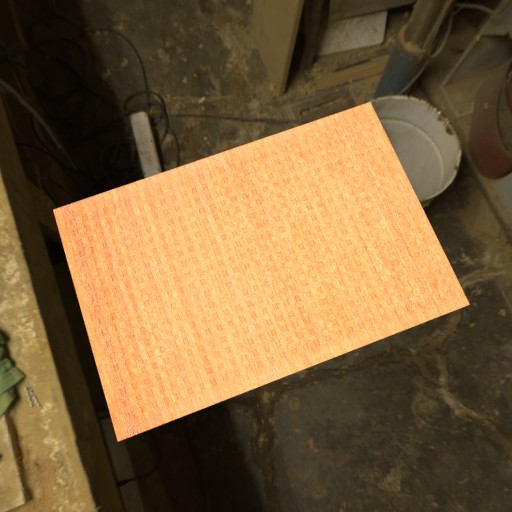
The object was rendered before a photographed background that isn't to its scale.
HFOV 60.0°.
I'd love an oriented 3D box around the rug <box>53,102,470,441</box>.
[{"bbox_3d":[0.000,0.000,2.850,2.285,0.006,1.524,-20,77,-5],"label":"rug"}]
